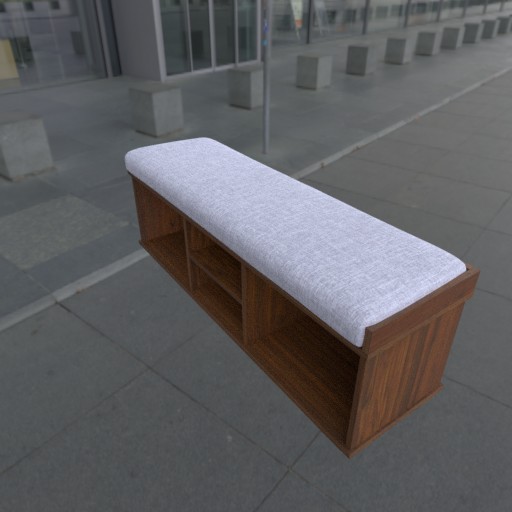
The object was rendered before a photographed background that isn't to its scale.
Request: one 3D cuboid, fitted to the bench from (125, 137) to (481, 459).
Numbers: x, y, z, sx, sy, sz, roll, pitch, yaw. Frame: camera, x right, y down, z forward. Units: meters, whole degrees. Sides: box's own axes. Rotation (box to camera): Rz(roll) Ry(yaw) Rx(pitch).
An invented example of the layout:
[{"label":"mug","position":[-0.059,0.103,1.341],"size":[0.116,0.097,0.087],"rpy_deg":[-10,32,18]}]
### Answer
[{"label":"bench","position":[0.000,0.000,1.407],"size":[0.367,0.468,1.196],"rpy_deg":[-21,37,-30]}]
